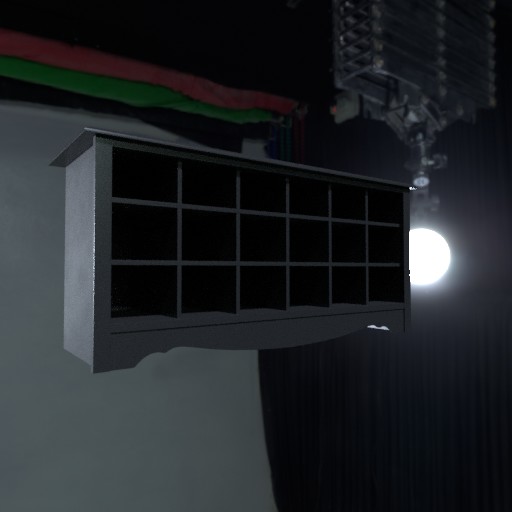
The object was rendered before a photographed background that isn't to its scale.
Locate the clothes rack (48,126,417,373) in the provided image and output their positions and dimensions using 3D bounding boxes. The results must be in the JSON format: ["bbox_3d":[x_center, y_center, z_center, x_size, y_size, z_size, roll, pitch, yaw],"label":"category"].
[{"bbox_3d":[0.000,0.000,1.490,1.219,0.556,0.406,1,-2,-35],"label":"clothes rack"}]
